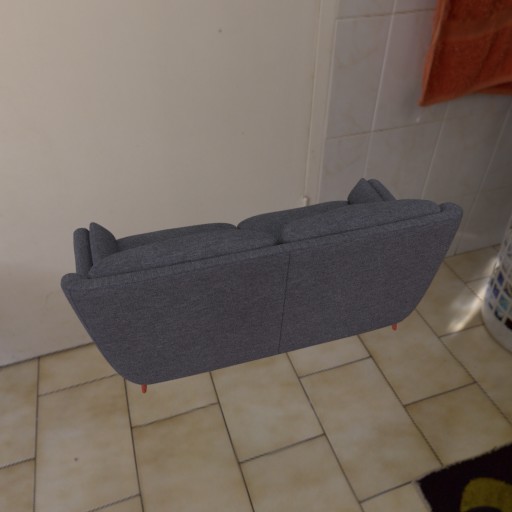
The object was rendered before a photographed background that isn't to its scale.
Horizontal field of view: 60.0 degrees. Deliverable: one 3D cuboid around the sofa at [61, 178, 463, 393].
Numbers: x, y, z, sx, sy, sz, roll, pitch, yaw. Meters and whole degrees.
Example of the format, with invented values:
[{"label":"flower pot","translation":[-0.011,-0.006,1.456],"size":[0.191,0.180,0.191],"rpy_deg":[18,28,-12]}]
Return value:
[{"label":"sofa","translation":[0.000,0.000,2.493],"size":[1.929,0.896,0.975],"rpy_deg":[-11,42,-12]}]
